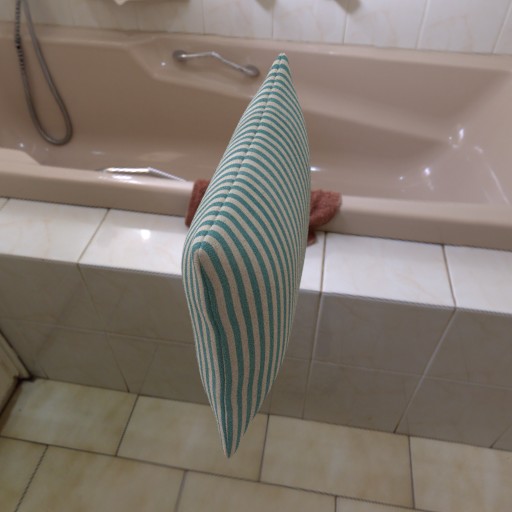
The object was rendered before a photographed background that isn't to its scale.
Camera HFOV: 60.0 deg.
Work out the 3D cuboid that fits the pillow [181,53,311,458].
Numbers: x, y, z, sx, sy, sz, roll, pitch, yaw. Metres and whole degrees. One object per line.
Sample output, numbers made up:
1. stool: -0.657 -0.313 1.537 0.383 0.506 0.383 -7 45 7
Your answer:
1. pillow: 0.000 0.000 0.785 0.166 0.510 0.523 8 46 8
